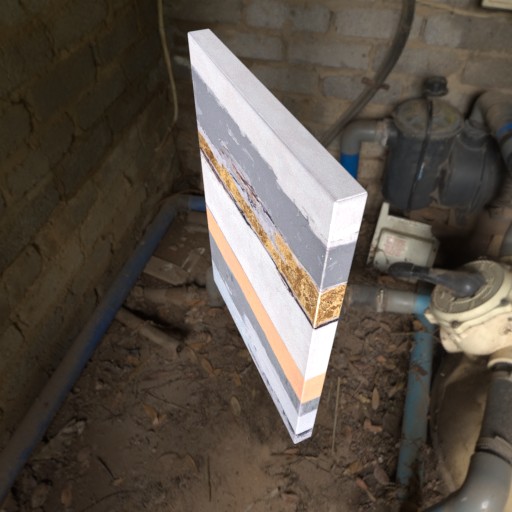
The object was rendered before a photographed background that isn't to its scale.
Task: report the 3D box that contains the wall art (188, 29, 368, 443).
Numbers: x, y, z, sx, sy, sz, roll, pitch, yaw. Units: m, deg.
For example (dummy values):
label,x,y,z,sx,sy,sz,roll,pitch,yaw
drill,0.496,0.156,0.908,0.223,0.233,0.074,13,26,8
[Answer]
label,x,y,z,sx,sy,sz,roll,pitch,yaw
wall art,0.000,0.000,0.786,0.038,0.609,0.456,-18,49,-16
